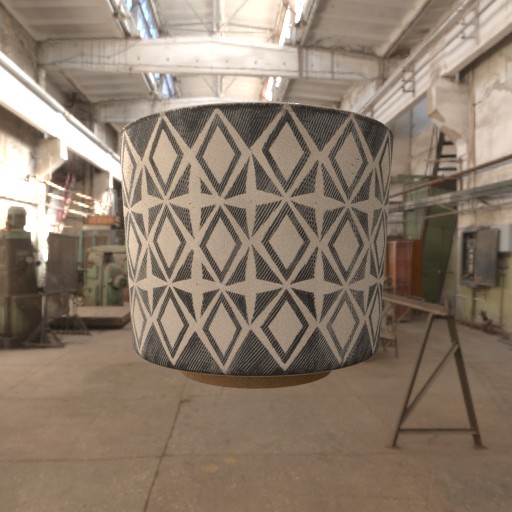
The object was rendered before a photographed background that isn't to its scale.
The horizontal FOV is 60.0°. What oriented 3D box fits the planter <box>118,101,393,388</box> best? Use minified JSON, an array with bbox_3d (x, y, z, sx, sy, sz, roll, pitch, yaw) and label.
[{"bbox_3d":[0.000,0.000,0.440,0.260,0.220,0.260,0,1,0],"label":"planter"}]
